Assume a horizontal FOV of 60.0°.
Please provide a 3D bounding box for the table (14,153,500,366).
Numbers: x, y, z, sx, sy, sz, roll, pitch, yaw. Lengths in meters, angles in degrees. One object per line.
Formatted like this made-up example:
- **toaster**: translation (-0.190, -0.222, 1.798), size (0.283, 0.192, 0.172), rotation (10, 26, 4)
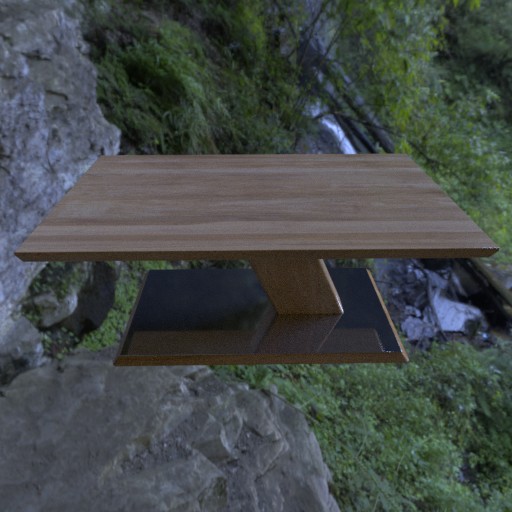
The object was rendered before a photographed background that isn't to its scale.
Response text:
- **table**: translation (0.000, 0.000, 1.411), size (1.100, 0.441, 0.692), rotation (-1, 31, -1)
